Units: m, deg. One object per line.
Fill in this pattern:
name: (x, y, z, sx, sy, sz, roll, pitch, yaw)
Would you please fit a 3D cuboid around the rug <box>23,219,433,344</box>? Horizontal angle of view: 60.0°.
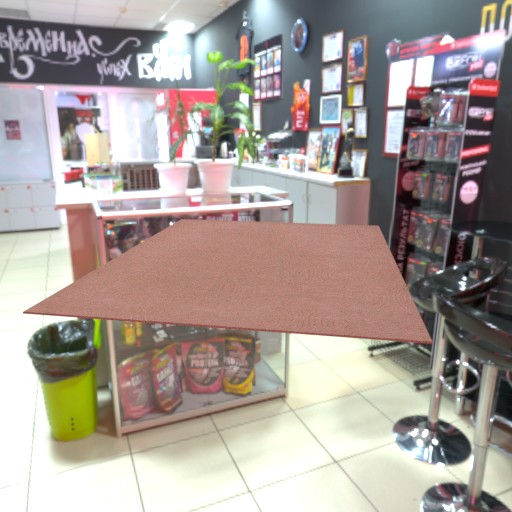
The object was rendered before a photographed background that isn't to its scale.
rug: (0.000, 0.000, 3.403, 2.073, 0.011, 2.584, 3, 16, 9)
